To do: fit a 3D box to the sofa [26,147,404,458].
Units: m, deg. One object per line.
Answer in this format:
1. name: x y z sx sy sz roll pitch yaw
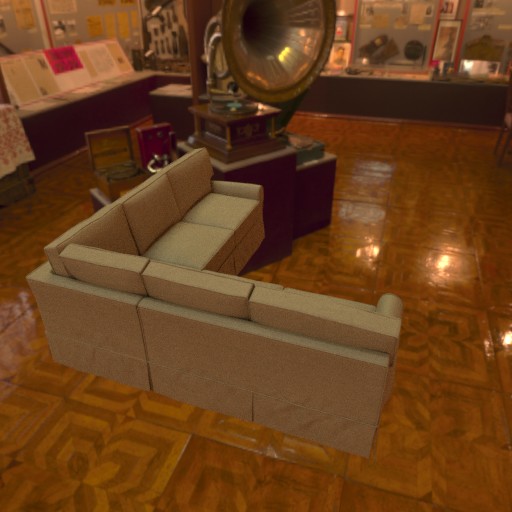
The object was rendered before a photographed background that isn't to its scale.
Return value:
1. sofa: 0.000 0.000 4.013 2.618 1.081 2.623 11 33 17
